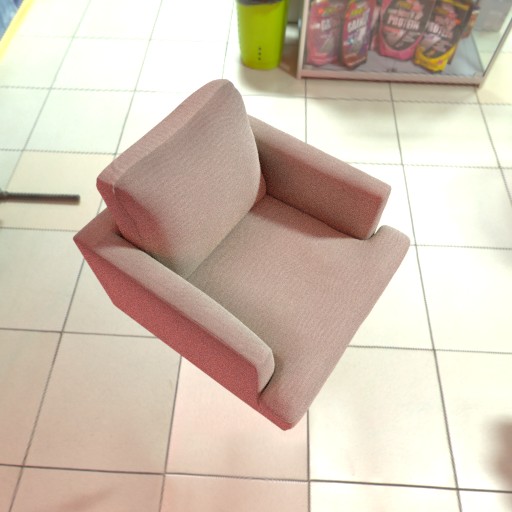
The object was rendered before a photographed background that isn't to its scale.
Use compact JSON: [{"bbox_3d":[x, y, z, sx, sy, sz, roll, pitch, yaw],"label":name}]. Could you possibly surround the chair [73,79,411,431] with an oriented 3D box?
[{"bbox_3d":[0.000,0.000,1.651,0.899,0.957,0.858,32,63,18],"label":"chair"}]
